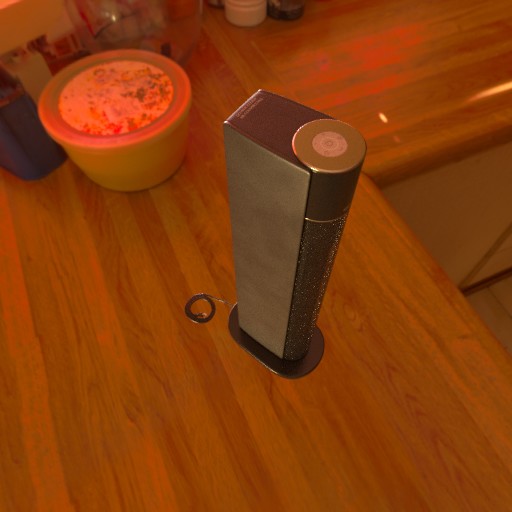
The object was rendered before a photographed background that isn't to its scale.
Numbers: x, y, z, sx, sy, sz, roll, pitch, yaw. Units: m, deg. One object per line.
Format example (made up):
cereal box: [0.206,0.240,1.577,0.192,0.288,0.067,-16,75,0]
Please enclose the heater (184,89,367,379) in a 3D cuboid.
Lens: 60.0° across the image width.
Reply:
heater: [0.000,0.000,1.053,0.458,0.856,0.214,31,63,18]
